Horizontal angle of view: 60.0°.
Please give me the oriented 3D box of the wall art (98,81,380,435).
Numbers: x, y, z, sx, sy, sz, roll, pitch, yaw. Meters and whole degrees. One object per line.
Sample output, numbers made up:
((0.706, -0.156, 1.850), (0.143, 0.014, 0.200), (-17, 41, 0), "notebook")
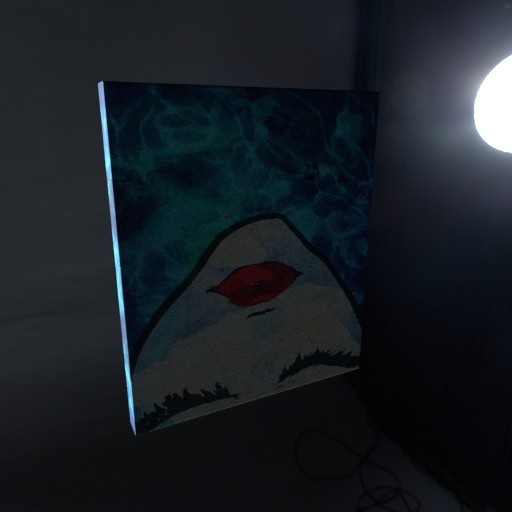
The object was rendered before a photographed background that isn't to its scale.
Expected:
((0.000, 0.000, 0.715), (0.432, 0.508, 0.038), (-8, 19, -26), "wall art")
